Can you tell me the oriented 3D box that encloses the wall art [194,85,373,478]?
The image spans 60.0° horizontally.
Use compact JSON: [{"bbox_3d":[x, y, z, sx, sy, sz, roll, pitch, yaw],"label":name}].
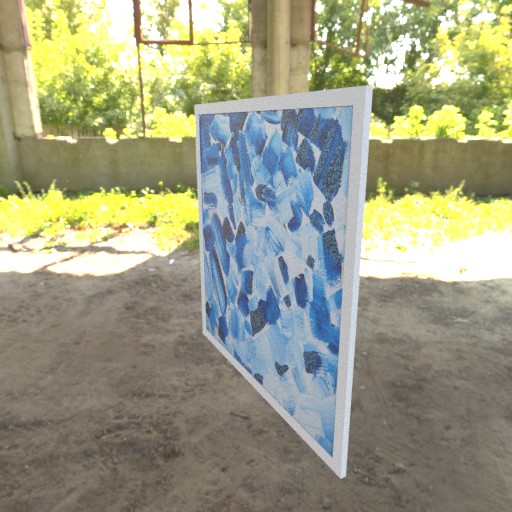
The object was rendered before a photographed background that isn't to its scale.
[{"bbox_3d":[0.000,0.000,1.209,0.015,0.812,0.812,-9,18,-27],"label":"wall art"}]
